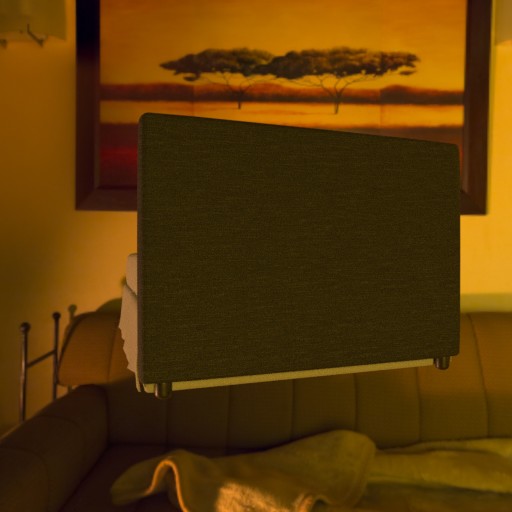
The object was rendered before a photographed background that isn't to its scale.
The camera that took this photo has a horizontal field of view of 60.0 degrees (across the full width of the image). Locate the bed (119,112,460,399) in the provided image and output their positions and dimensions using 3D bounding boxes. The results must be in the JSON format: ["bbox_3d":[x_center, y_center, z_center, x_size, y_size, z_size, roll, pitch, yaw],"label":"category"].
[{"bbox_3d":[0.000,0.000,3.279,1.884,1.330,2.142,0,0,-19],"label":"bed"}]
